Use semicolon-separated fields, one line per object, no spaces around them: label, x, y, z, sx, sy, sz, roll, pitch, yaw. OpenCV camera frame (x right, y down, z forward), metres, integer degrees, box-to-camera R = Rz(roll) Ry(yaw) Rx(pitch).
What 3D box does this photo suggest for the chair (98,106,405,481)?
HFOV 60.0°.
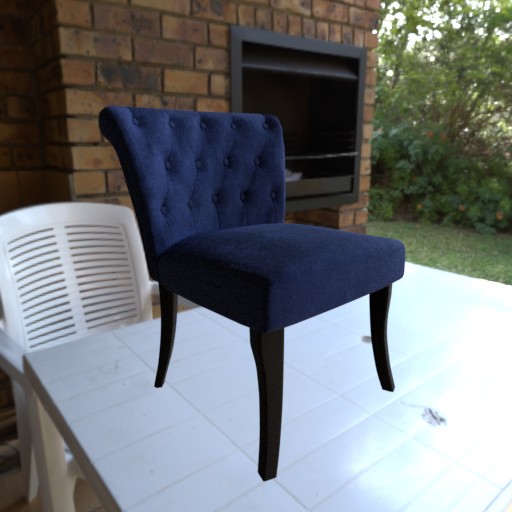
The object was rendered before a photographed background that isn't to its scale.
chair;0.000;0.000;1.172;0.585;0.753;0.606;-13;20;-42
